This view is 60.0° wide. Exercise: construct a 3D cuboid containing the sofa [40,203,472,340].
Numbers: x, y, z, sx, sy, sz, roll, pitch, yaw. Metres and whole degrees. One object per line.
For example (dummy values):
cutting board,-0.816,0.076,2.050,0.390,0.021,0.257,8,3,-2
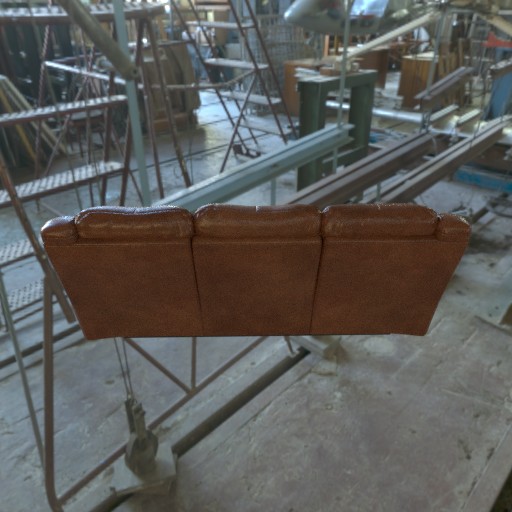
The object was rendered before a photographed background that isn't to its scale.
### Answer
sofa,0.000,0.000,2.877,2.337,1.043,0.991,-1,30,-1
